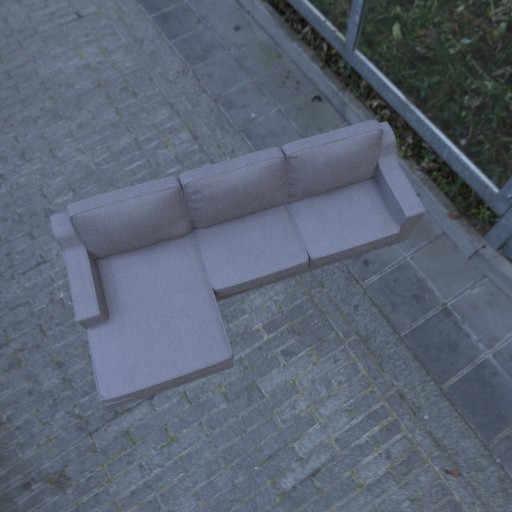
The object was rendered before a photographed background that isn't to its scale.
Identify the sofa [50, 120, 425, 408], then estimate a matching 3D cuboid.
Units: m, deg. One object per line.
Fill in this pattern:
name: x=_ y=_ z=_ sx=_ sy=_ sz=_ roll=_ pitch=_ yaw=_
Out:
sofa: x=0.000 y=0.000 z=3.214 sx=2.561 sy=0.928 sz=1.294 roll=-17 pitch=66 yaw=-8
